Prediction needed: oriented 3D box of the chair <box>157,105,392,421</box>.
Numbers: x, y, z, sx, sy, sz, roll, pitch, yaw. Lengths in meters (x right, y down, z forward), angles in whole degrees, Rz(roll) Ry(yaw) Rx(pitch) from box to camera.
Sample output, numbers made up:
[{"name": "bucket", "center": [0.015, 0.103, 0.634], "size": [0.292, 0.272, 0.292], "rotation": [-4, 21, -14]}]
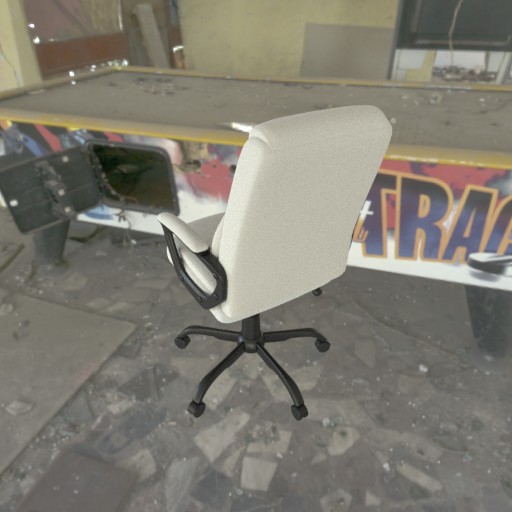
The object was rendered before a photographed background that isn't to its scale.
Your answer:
[{"name": "chair", "center": [0.000, 0.000, 1.516], "size": [0.663, 1.065, 0.669], "rotation": [-19, 36, -29]}]
